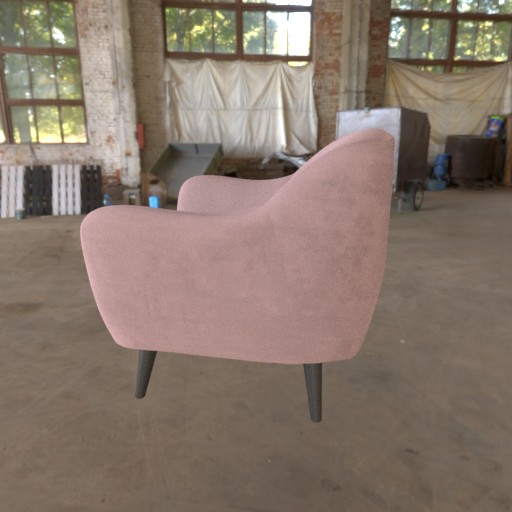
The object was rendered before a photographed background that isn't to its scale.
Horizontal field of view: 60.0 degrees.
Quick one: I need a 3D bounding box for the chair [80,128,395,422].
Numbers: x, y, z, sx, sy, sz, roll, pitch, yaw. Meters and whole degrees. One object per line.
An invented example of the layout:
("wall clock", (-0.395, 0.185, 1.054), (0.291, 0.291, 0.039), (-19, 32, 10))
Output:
("chair", (0.000, 0.000, 1.484), (0.820, 0.820, 0.840), (3, 16, 10))
